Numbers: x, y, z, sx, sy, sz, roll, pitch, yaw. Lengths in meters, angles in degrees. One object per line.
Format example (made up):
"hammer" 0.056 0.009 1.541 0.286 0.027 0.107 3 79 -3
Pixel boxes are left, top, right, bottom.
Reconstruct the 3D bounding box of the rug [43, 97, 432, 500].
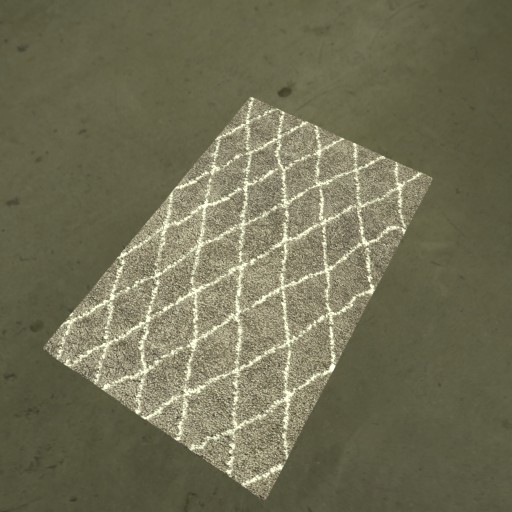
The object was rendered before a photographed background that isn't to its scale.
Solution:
"rug" 0.000 0.000 3.361 1.778 0.030 2.743 28 67 13
